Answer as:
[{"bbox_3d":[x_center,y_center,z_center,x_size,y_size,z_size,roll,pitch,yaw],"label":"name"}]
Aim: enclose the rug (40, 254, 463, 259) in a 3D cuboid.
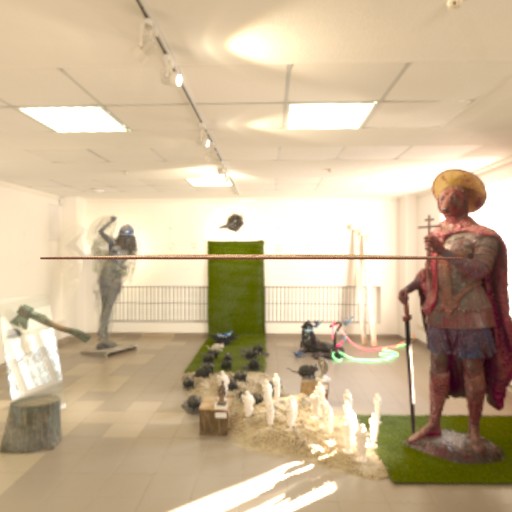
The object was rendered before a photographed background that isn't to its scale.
[{"bbox_3d":[0.000,0.000,4.089,2.381,0.013,3.197,0,0,1],"label":"rug"}]
